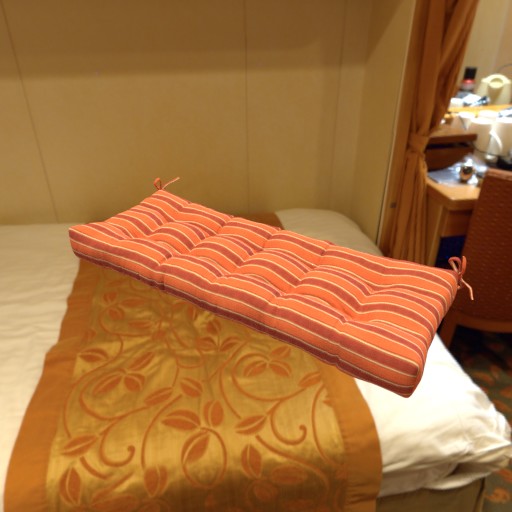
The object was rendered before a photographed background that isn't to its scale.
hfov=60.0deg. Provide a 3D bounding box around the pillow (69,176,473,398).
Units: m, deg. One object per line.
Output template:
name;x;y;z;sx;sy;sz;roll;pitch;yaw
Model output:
pillow;0.000;0.000;1.350;1.194;0.174;0.511;18;36;28
